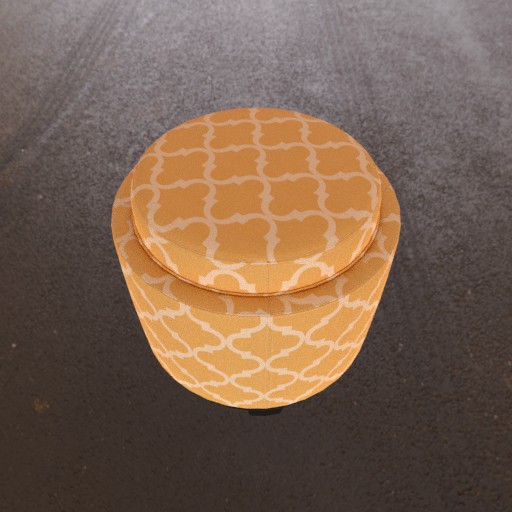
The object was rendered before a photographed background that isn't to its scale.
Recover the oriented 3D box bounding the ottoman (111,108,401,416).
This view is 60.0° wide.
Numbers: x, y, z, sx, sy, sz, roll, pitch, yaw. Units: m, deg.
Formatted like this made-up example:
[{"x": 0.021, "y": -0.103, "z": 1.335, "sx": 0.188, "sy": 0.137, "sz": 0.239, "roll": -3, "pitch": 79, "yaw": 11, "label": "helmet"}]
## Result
[{"x": 0.000, "y": 0.000, "z": 0.844, "sx": 0.480, "sy": 0.429, "sz": 0.480, "roll": 0, "pitch": 48, "yaw": 0, "label": "ottoman"}]
